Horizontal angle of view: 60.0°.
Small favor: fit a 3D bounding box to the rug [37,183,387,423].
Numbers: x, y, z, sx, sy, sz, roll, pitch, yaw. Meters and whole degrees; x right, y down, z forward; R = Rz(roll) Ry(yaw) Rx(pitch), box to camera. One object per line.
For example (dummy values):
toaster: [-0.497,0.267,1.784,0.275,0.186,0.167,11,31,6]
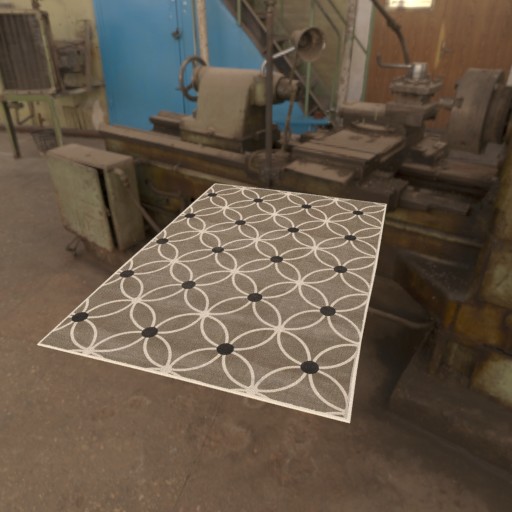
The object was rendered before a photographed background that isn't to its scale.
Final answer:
rug: [0.000,0.000,2.896,1.522,0.008,2.284,9,31,15]
